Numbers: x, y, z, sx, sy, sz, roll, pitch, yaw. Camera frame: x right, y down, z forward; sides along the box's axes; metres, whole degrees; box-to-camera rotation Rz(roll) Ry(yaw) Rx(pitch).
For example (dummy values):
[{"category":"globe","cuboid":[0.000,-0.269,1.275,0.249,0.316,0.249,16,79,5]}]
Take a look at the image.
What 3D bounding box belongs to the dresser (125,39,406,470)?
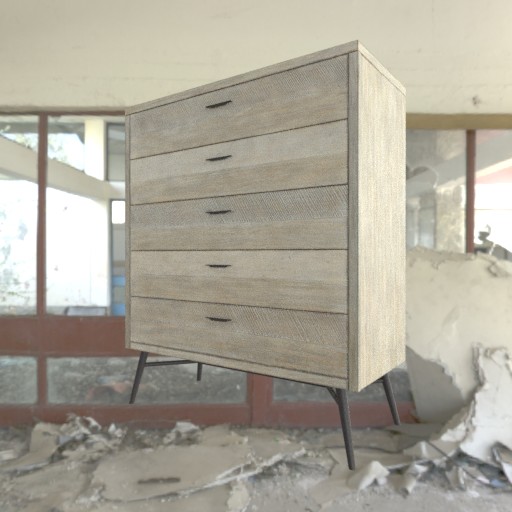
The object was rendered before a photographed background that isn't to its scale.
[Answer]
[{"category":"dresser","cuboid":[0.000,0.000,1.719,1.016,1.219,0.457,0,0,35]}]
